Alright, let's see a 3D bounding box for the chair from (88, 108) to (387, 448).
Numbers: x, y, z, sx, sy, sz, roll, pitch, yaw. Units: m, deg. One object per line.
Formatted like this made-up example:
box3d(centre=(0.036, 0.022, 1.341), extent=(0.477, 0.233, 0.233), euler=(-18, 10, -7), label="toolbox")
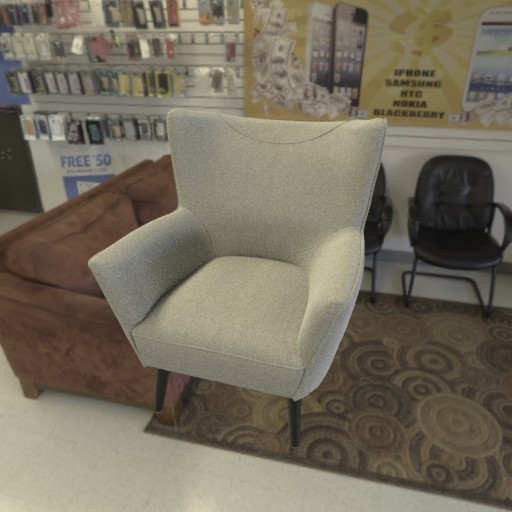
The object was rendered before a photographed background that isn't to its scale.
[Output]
box3d(centre=(0.000, 0.000, 1.583), extent=(0.781, 0.933, 0.888), euler=(8, 28, 16), label="chair")
